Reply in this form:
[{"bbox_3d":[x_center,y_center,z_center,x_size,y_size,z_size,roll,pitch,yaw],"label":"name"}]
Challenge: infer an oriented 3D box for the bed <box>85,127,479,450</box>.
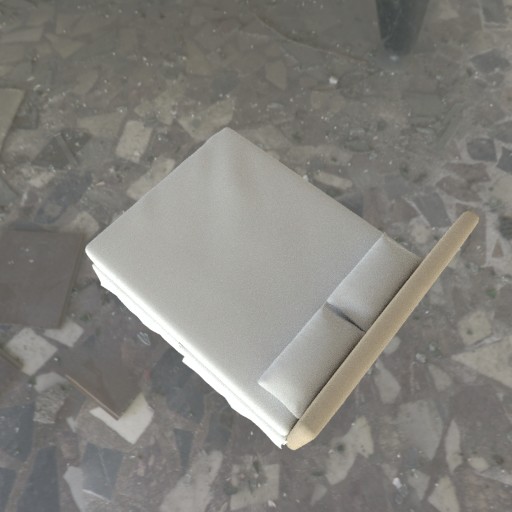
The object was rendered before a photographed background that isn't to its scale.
[{"bbox_3d":[0.000,0.000,3.253,2.142,1.330,1.723,38,70,17],"label":"bed"}]
